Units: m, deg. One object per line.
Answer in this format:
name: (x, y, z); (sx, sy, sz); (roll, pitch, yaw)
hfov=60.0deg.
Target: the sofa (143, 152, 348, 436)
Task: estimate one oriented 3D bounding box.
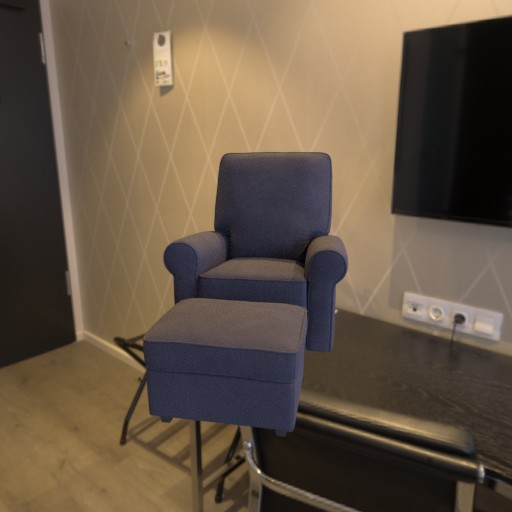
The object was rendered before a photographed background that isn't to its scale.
sofa: (0.000, 0.000, 2.156); (0.880, 0.959, 1.478); (3, 15, 10)
